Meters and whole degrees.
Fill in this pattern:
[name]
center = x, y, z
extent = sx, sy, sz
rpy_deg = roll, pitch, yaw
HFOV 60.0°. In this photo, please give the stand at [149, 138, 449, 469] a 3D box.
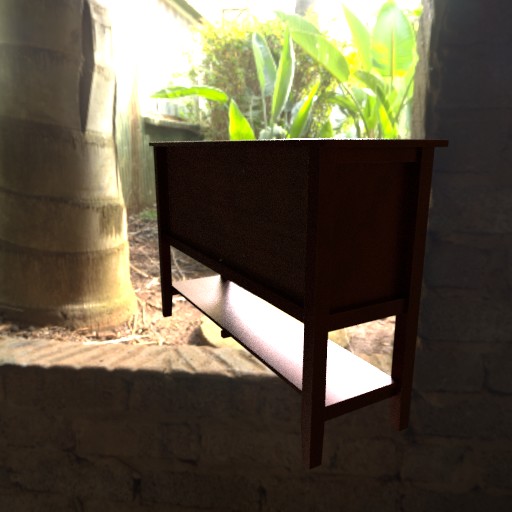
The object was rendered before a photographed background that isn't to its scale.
[stand]
center = 0.000, 0.000, 1.740
extent = 0.410, 0.872, 1.362
rpy_deg = -8, 16, -28
